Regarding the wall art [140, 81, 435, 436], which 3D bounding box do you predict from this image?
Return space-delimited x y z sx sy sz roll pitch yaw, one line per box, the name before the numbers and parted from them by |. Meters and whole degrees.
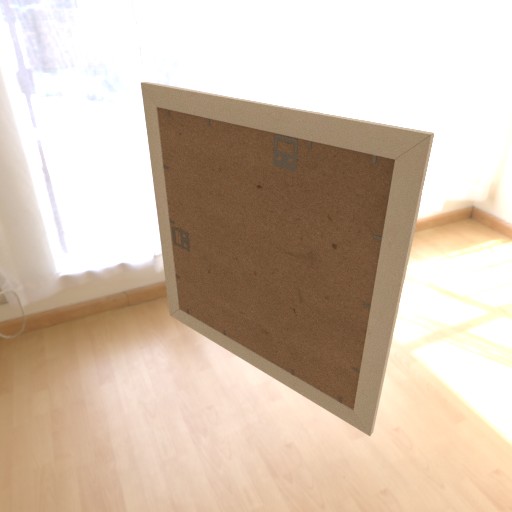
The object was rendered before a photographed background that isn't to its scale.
wall art | 0.000 0.000 0.874 0.584 0.584 0.013 23 38 33
